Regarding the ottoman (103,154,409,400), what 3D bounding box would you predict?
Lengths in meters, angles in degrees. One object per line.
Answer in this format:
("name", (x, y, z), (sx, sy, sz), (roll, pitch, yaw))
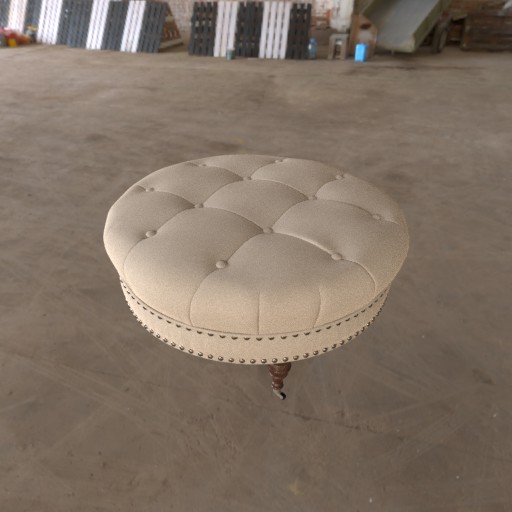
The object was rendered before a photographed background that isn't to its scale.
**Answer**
("ottoman", (0.000, 0.000, 1.434), (0.901, 0.439, 0.901), (0, 34, 0))
